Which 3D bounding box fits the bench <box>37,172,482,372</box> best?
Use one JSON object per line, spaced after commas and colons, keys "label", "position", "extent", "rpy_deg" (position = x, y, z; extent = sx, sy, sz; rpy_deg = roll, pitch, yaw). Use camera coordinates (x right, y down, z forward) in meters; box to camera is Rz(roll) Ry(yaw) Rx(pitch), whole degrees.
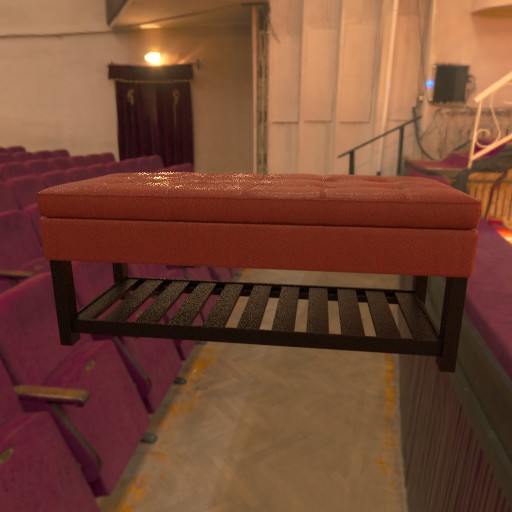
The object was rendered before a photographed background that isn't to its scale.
{"label": "bench", "position": [0.000, 0.000, 1.326], "extent": [1.105, 0.460, 0.432], "rpy_deg": [2, 16, 8]}
